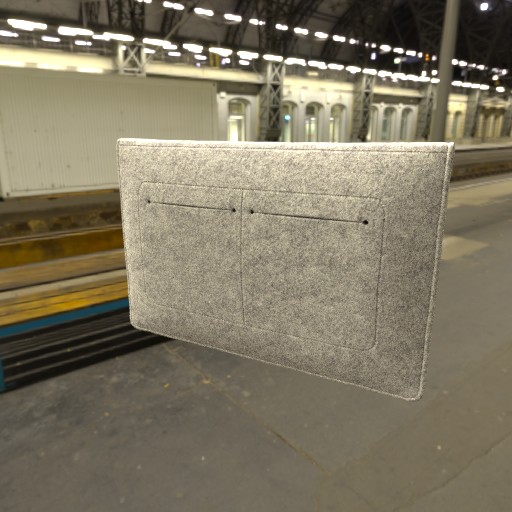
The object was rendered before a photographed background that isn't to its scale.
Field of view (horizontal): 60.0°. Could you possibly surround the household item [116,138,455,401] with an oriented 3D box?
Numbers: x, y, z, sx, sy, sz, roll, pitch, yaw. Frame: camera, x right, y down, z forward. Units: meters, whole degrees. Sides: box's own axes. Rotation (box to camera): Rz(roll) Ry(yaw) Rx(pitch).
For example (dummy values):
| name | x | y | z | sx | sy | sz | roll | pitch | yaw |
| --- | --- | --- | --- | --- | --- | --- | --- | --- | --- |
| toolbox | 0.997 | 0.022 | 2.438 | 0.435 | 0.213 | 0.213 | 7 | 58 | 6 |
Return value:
| name | x | y | z | sx | sy | sz | roll | pitch | yaw |
| --- | --- | --- | --- | --- | --- | --- | --- | --- | --- |
| household item | 0.000 | 0.000 | 0.436 | 0.335 | 0.221 | 0.057 | 8 | 18 | 27 |
